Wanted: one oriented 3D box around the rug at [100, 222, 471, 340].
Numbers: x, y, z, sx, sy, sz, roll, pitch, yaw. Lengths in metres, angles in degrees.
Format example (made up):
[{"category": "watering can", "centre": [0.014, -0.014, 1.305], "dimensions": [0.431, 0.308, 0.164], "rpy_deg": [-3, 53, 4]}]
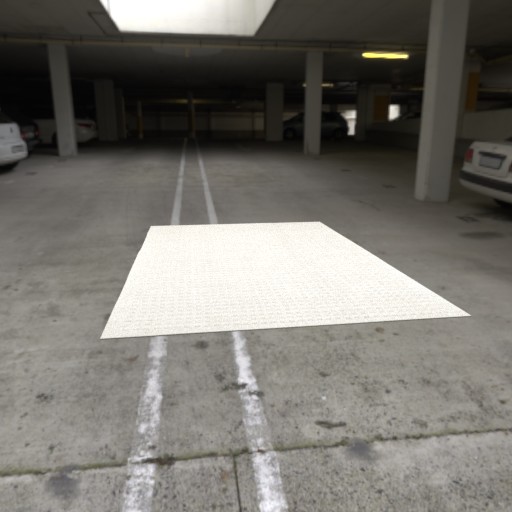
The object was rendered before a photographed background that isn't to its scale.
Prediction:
[{"category": "rug", "centre": [0.000, 0.000, 2.870], "dimensions": [1.523, 0.006, 2.289], "rpy_deg": [-2, 15, -8]}]
